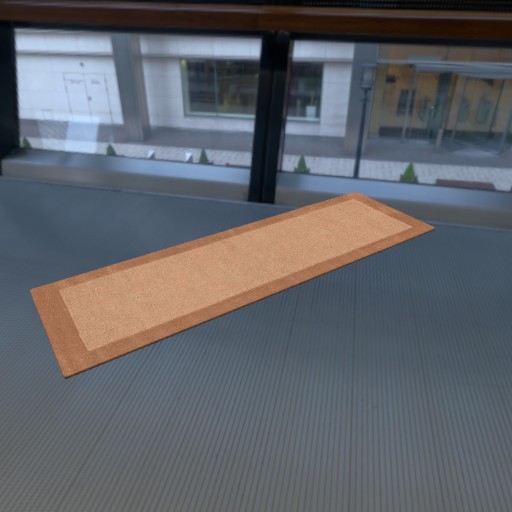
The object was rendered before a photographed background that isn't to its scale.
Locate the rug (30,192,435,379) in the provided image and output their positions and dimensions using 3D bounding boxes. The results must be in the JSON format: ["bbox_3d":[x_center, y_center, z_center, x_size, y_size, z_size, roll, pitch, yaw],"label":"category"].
[{"bbox_3d":[0.000,0.000,2.705,2.439,0.017,0.764,-19,36,-29],"label":"rug"}]
